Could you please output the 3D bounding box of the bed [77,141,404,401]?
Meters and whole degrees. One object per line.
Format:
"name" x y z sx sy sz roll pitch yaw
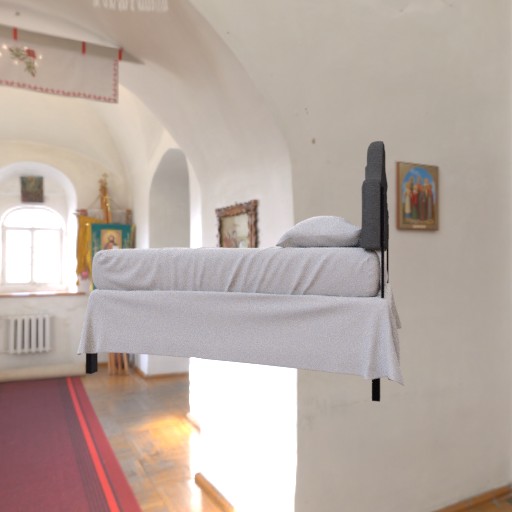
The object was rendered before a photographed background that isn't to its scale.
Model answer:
"bed" 0.000 0.000 3.517 2.222 1.634 1.780 0 0 18
